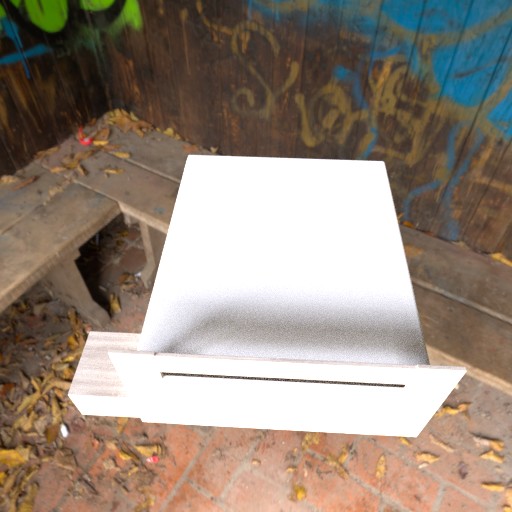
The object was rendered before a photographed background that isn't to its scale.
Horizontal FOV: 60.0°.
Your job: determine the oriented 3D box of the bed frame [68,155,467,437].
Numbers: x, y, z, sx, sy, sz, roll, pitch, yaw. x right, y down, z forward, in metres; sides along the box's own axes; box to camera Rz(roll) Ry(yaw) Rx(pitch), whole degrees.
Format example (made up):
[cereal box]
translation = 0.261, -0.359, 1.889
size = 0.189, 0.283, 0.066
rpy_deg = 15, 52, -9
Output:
[bed frame]
translation = 0.000, 0.000, 3.059
size = 2.040, 0.860, 2.050
rpy_deg = 2, 49, 2
